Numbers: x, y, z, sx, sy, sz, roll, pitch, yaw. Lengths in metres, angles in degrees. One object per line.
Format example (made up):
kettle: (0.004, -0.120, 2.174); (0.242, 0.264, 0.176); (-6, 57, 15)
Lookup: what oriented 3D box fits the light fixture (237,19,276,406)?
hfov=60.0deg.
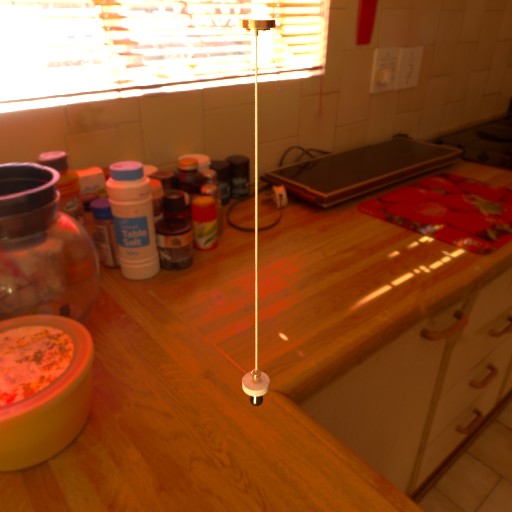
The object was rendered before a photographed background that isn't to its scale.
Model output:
light fixture: (0.000, 0.000, 1.773); (0.129, 1.669, 0.129); (10, 31, 17)
